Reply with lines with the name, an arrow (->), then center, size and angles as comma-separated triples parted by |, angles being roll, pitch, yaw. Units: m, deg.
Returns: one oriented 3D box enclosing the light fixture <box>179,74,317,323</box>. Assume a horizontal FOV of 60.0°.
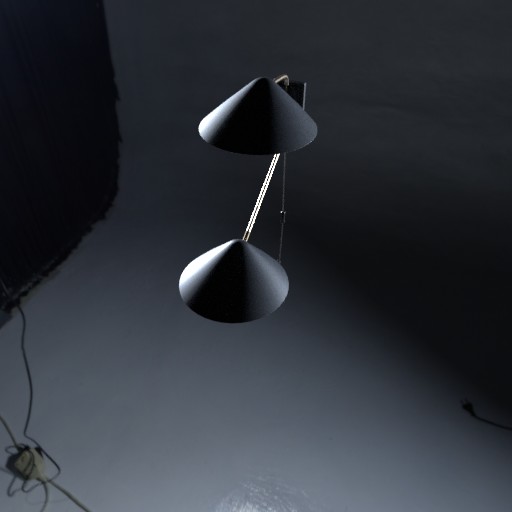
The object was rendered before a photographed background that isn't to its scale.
light fixture -> 0.000, 0.000, 0.875 | 0.189, 0.665, 0.422 | 12, 43, 14
